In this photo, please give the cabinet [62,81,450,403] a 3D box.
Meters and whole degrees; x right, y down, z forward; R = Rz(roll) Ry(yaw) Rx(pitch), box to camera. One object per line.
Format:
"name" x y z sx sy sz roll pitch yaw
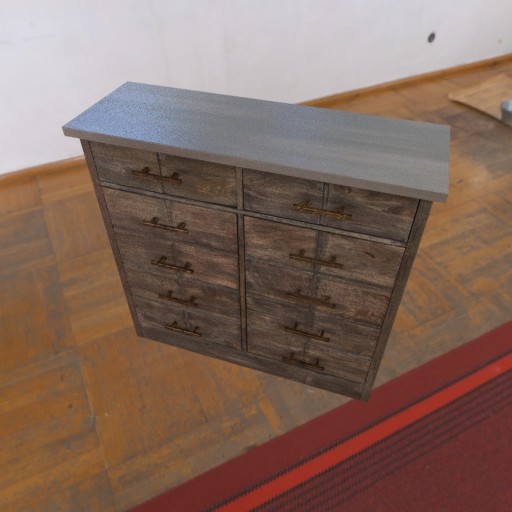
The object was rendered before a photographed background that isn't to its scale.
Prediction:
"cabinet" 0.000 0.000 1.473 0.968 0.919 0.338 13 44 14
